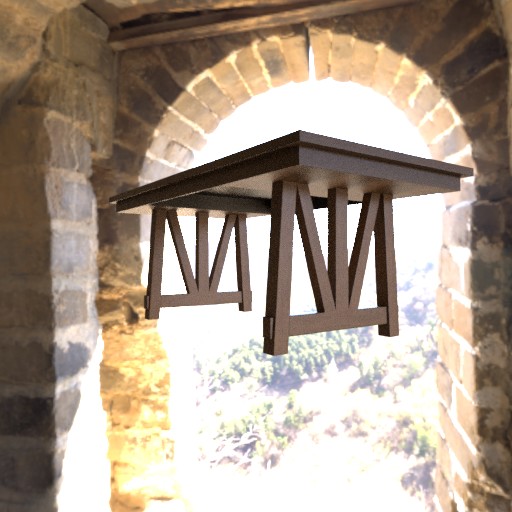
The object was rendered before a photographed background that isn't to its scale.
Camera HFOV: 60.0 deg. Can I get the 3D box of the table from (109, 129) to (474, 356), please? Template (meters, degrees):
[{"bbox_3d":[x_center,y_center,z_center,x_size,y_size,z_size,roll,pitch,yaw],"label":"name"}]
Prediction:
[{"bbox_3d":[0.000,0.000,2.423,1.016,0.768,1.881,0,0,-36],"label":"table"}]
